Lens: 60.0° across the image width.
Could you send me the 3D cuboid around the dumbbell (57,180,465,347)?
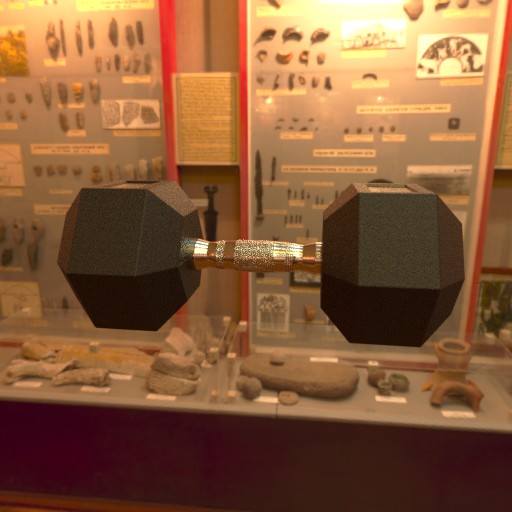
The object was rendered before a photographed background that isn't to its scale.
[{"bbox_3d":[0.000,0.000,0.434,0.361,0.137,0.157,2,15,8],"label":"dumbbell"}]
